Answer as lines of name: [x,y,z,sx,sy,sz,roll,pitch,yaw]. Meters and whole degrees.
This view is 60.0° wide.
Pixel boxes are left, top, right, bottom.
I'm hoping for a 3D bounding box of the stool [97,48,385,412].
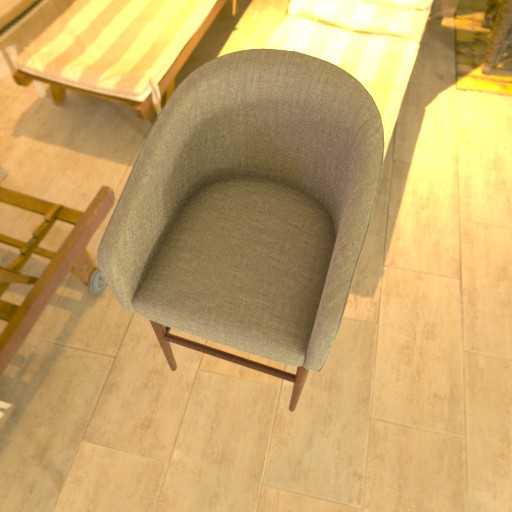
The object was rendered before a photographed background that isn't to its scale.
stool: [0.000,0.000,1.336,0.559,0.952,0.635,16,59,10]
